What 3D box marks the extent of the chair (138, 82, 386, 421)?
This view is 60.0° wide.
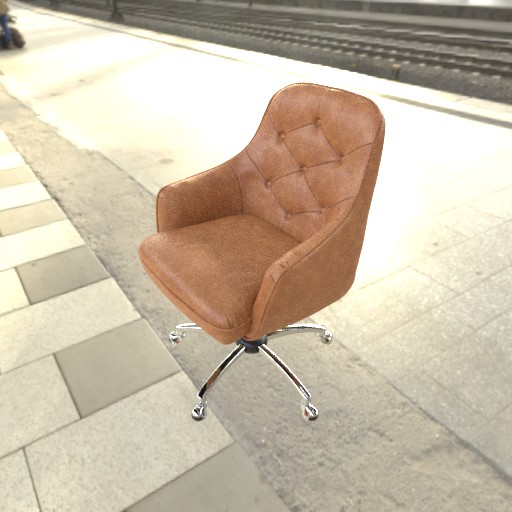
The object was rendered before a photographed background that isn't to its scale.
[{"bbox_3d":[0.000,0.000,1.349,0.615,0.909,0.628,-22,38,-31],"label":"chair"}]
